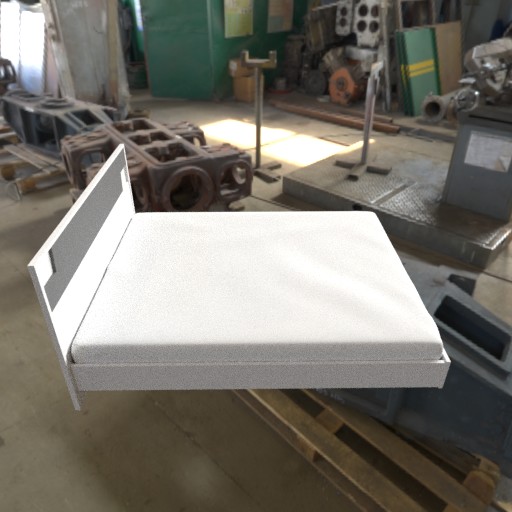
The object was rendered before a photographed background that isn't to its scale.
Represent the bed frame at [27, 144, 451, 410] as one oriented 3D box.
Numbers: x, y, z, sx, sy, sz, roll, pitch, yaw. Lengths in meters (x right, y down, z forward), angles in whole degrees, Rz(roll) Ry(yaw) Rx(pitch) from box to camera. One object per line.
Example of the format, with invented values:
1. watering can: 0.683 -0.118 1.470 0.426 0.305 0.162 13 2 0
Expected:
1. bed frame: 0.000 0.000 3.015 2.100 1.001 1.711 0 33 -1
